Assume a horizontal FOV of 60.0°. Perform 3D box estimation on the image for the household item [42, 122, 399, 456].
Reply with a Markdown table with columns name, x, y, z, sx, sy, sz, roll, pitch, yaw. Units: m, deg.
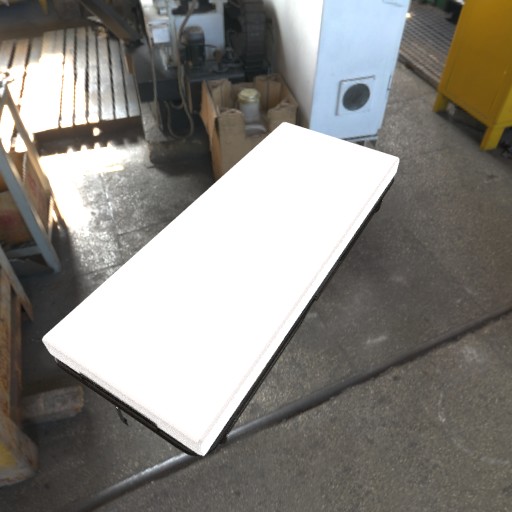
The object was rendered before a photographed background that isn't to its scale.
| name | x | y | z | sx | sy | sz | roll | pitch | yaw |
| --- | --- | --- | --- | --- | --- | --- | --- | --- | --- |
| household item | 0.000 | 0.000 | 2.187 | 0.787 | 0.356 | 1.905 | 24 | 51 | 21 |
